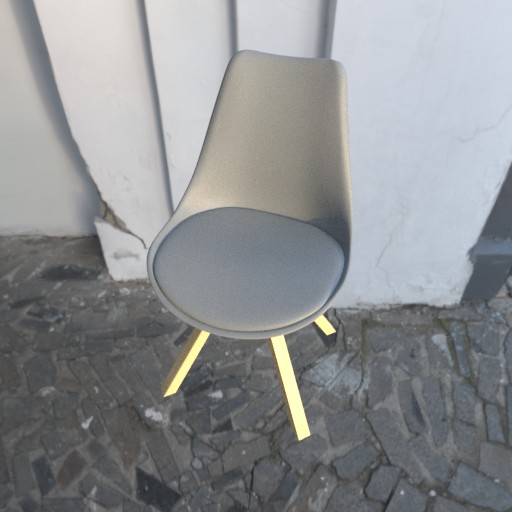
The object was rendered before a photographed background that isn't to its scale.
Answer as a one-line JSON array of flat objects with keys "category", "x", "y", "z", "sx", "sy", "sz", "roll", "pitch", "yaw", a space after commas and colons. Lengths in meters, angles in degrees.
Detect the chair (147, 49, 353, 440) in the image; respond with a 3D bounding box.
[{"category": "chair", "x": 0.000, "y": 0.000, "z": 1.153, "sx": 0.485, "sy": 0.850, "sz": 0.549, "roll": 13, "pitch": 44, "yaw": 14}]
